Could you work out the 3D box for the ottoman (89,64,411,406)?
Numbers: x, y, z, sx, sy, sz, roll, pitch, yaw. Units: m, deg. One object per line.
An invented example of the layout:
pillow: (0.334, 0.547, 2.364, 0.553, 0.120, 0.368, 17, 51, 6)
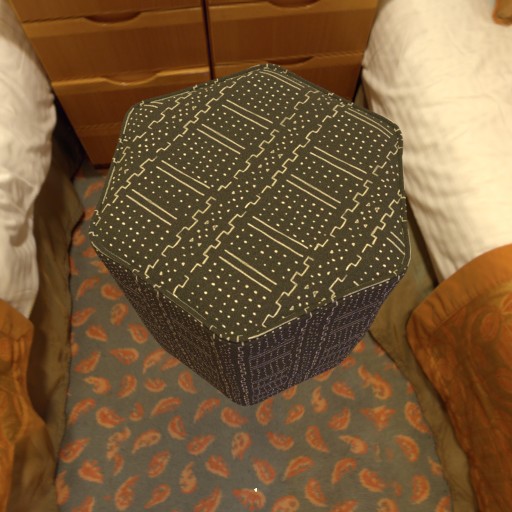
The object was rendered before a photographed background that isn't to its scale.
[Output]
ottoman: (0.000, 0.000, 0.849, 0.494, 0.502, 0.443, 32, 67, 16)
